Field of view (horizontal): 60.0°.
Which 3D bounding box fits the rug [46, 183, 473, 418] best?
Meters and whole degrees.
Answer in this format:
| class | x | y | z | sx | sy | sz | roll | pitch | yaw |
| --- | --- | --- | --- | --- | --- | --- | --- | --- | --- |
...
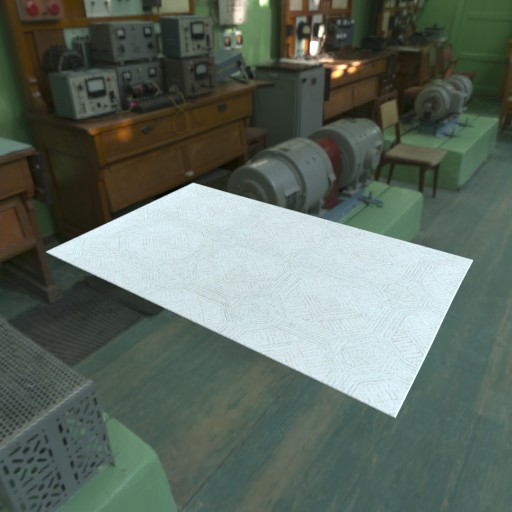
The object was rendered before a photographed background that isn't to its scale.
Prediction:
| class | x | y | z | sx | sy | sz | roll | pitch | yaw |
| --- | --- | --- | --- | --- | --- | --- | --- | --- | --- |
| rug | 0.000 | 0.000 | 2.980 | 2.440 | 0.008 | 1.524 | 19 | 36 | 29 |
